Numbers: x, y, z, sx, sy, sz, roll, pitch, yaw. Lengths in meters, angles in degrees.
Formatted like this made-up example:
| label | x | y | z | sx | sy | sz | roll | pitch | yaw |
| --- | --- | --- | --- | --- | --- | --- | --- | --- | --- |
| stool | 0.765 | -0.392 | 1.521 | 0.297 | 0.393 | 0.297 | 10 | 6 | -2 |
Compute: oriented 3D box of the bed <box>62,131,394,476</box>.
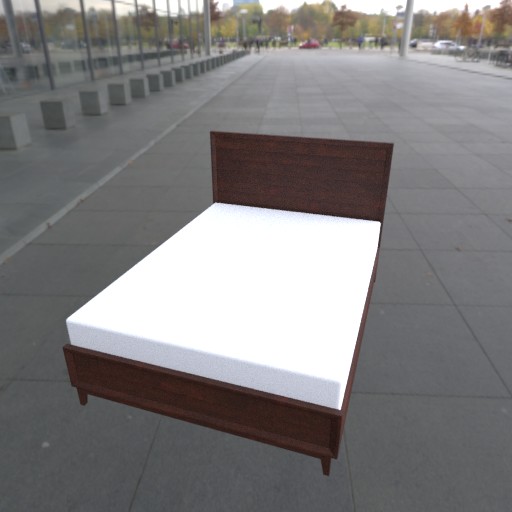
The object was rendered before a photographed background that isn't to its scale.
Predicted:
| label | x | y | z | sx | sy | sz | roll | pitch | yaw |
| --- | --- | --- | --- | --- | --- | --- | --- | --- | --- |
| bed | 0.000 | 0.000 | 3.147 | 1.600 | 1.270 | 2.184 | 9 | 27 | 17 |
